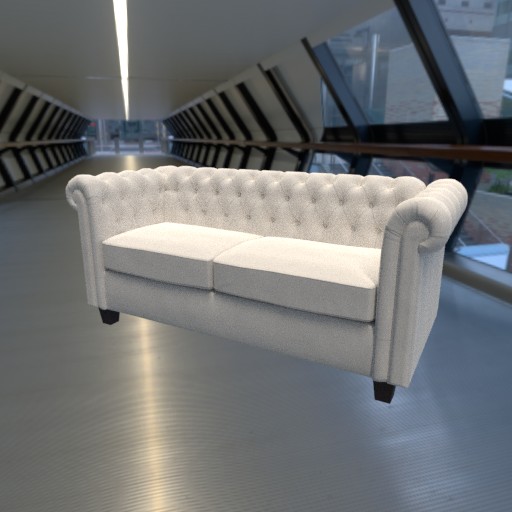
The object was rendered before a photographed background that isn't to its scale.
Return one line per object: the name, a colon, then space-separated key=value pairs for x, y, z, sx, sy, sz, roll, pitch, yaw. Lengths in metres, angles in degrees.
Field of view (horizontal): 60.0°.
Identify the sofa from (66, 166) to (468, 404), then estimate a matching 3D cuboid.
sofa: x=0.000 y=0.000 z=2.210 sx=1.798 sy=0.796 sz=0.771 roll=9 pitch=18 yaw=28
